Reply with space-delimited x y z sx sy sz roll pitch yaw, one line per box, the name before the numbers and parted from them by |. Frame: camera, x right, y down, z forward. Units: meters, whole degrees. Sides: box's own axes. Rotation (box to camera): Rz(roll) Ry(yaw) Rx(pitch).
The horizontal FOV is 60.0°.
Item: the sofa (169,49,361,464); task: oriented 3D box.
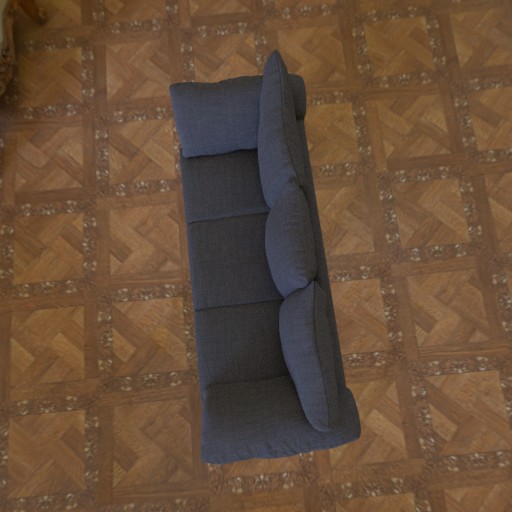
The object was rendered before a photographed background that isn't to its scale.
sofa | 0.000 0.000 2.840 0.883 1.080 2.336 -7 77 -2
